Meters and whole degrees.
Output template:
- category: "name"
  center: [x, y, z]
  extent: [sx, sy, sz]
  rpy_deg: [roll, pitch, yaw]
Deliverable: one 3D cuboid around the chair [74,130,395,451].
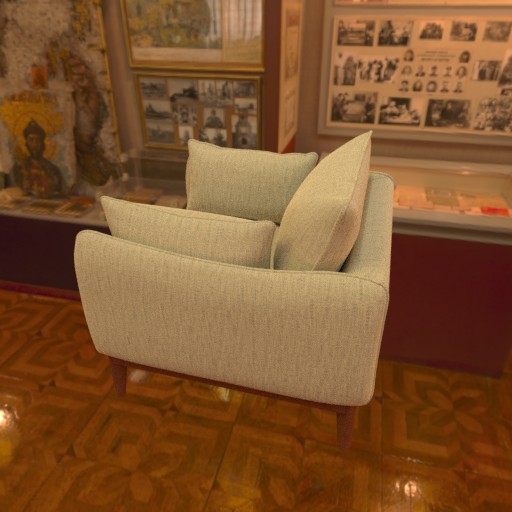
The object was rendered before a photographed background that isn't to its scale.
- category: "chair"
  center: [0.000, 0.000, 1.746]
  extent: [0.991, 0.855, 0.994]
  rpy_deg: [8, 30, 14]
